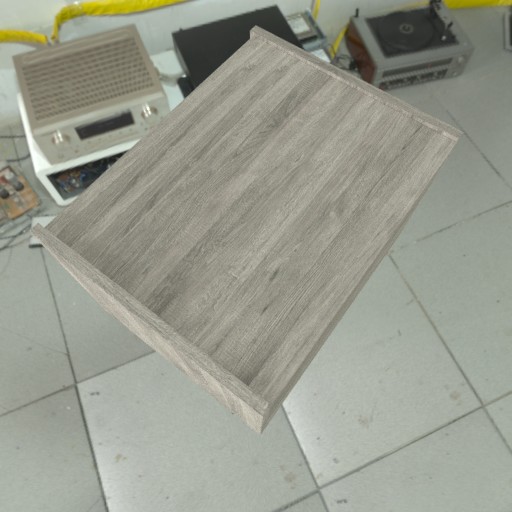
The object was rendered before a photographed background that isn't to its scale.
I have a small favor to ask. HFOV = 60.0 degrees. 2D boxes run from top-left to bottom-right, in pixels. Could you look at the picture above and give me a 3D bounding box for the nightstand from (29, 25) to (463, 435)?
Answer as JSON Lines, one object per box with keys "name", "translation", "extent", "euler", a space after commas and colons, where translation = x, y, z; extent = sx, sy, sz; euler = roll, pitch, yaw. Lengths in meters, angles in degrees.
{"name": "nightstand", "translation": [0.000, 0.000, 0.825], "extent": [0.380, 0.500, 0.480], "euler": [34, 69, 15]}
